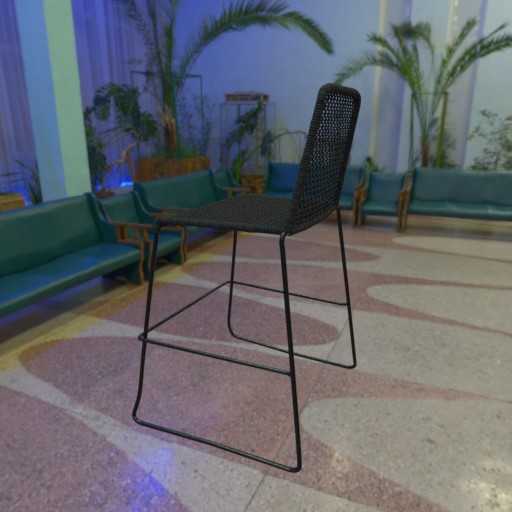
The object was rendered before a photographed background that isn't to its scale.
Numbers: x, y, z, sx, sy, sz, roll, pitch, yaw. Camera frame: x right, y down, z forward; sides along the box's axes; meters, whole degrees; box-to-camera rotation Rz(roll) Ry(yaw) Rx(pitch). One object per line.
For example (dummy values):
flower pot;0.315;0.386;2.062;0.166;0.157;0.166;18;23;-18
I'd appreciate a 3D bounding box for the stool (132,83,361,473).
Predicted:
stool;0.000;0.000;1.278;0.509;0.905;0.590;8;19;25
